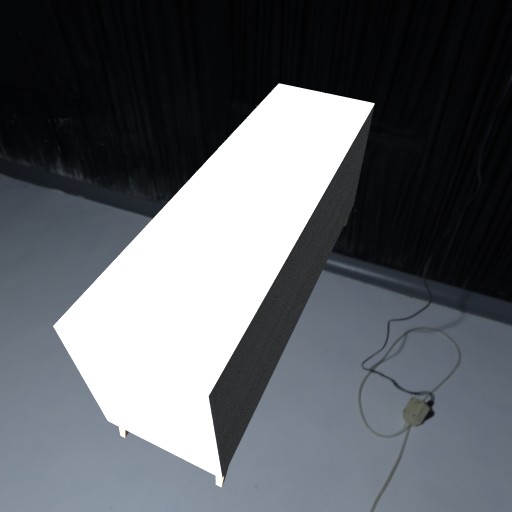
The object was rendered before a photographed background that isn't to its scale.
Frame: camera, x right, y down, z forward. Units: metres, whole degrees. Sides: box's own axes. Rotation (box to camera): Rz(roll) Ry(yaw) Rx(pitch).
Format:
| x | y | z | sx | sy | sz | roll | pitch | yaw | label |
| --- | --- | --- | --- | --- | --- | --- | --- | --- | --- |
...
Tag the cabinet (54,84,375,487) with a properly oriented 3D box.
| x | y | z | sx | sy | sz | roll | pitch | yaw | label |
| --- | --- | --- | --- | --- | --- | --- | --- | --- | --- |
| 0.000 | 0.000 | 1.979 | 0.500 | 0.780 | 1.649 | 19 | 49 | 17 | cabinet |
